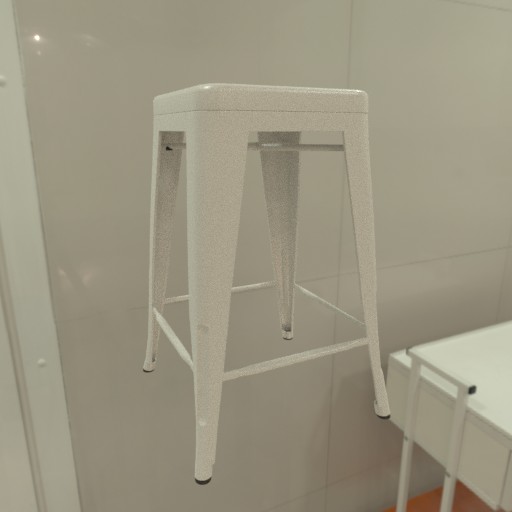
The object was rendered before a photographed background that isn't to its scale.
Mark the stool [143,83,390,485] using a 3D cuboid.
[{"bbox_3d":[0.000,0.000,0.882,0.406,0.610,0.406,-8,18,-25],"label":"stool"}]
